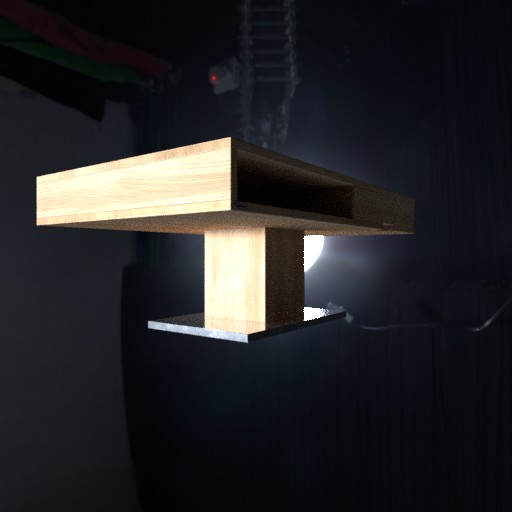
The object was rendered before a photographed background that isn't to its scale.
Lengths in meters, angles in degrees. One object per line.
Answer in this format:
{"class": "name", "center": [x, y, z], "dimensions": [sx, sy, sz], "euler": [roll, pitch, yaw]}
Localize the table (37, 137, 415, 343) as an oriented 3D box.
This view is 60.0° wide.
{"class": "table", "center": [0.000, 0.000, 1.464], "dimensions": [0.700, 0.440, 1.100], "euler": [0, 0, 36]}
